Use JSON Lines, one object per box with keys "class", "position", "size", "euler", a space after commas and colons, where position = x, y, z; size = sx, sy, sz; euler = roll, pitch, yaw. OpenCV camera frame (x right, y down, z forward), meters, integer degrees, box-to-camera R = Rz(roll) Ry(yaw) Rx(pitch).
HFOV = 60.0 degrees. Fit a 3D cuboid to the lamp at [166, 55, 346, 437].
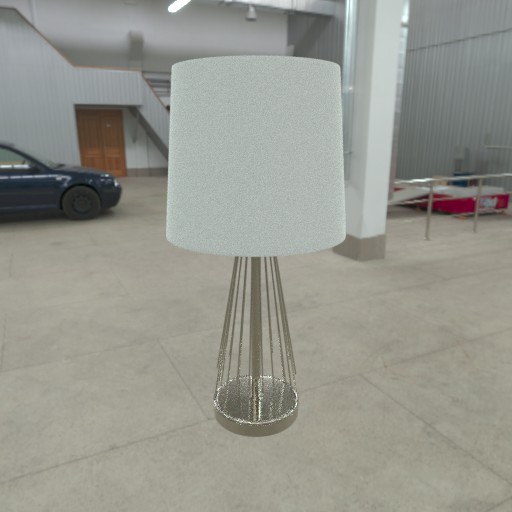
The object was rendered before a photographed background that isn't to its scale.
{"class": "lamp", "position": [0.000, 0.000, 0.774], "size": [0.303, 0.618, 0.303], "euler": [0, 16, 0]}
